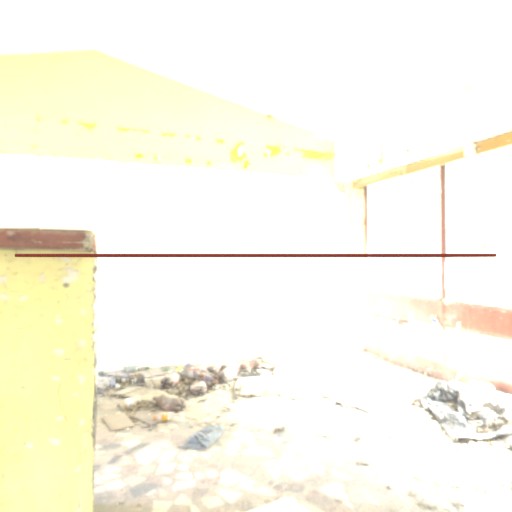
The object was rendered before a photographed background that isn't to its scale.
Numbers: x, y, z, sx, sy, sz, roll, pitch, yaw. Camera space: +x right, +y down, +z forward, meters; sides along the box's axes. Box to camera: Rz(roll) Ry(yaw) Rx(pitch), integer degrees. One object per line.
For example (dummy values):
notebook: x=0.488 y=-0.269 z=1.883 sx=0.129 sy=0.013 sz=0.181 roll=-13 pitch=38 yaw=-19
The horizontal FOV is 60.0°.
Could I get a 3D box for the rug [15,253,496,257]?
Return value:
rug: x=0.000 y=0.000 z=2.250 sx=1.802 sy=0.013 sz=1.194 roll=0 pitch=0 yaw=1
